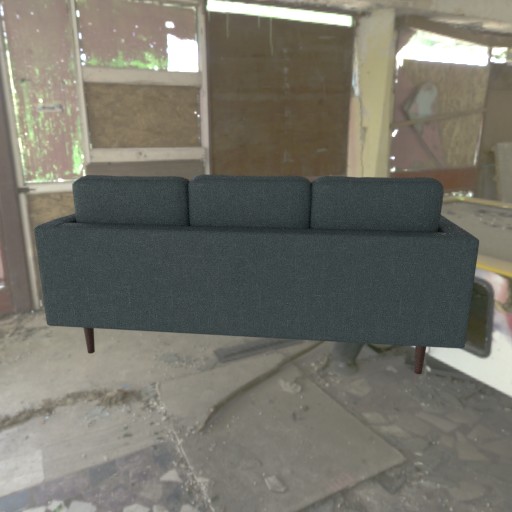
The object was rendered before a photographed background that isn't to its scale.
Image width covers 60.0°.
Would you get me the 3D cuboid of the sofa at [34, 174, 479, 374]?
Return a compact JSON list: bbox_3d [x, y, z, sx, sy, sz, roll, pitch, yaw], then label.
[{"bbox_3d":[0.000,0.000,2.487,2.013,0.945,0.935,2,16,7],"label":"sofa"}]
